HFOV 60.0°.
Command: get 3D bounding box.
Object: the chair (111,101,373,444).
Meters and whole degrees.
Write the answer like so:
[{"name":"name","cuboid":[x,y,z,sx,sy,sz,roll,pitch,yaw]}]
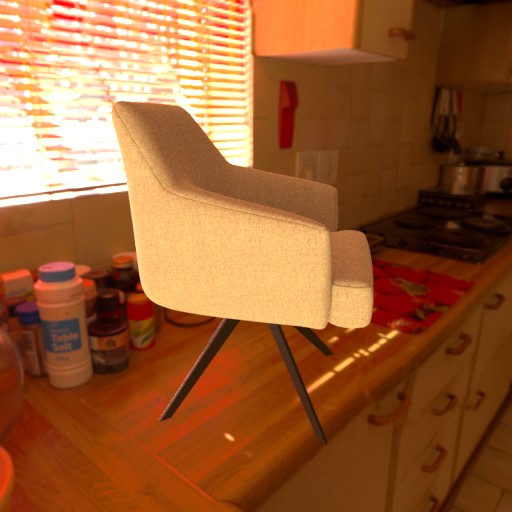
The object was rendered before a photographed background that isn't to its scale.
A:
[{"name":"chair","cuboid":[0.000,0.000,1.332,0.677,0.874,0.642,3,17,11]}]
